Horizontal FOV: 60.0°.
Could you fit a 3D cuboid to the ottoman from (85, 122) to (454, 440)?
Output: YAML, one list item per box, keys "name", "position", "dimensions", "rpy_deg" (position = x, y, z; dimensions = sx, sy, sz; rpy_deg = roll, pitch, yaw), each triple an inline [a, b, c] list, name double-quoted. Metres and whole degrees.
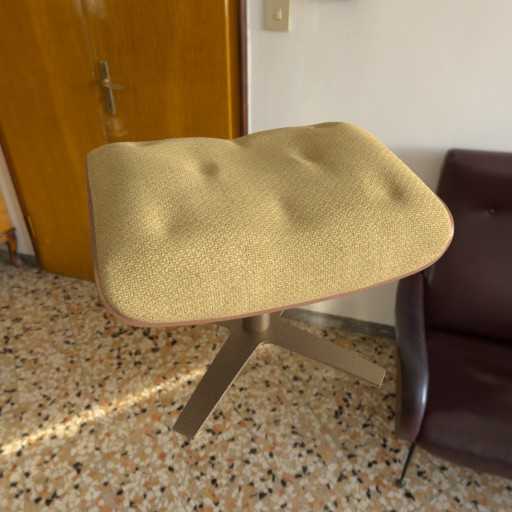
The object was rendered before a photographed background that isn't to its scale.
- name: "ottoman"
  position: [0.000, 0.000, 0.800]
  dimensions: [0.520, 0.391, 0.394]
  rpy_deg: [-10, 34, -15]
